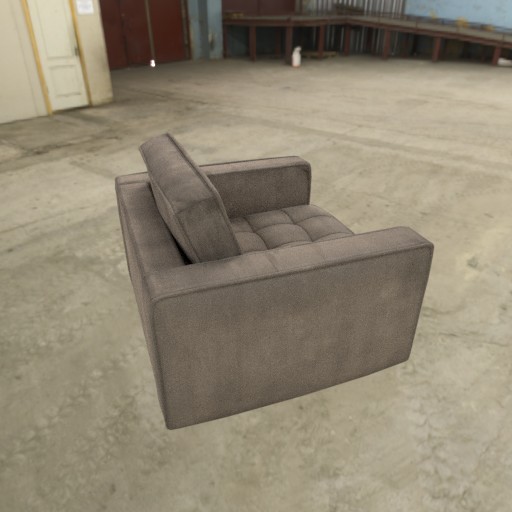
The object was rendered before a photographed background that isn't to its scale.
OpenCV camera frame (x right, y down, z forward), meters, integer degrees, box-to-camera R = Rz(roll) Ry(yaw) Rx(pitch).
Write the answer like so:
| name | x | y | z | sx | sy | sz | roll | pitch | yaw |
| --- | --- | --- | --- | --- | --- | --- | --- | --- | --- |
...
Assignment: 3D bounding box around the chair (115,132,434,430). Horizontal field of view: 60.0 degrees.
| name | x | y | z | sx | sy | sz | roll | pitch | yaw |
| --- | --- | --- | --- | --- | --- | --- | --- | --- | --- |
| chair | 0.000 | 0.000 | 1.555 | 0.843 | 0.773 | 0.928 | -10 | 31 | -18 |
